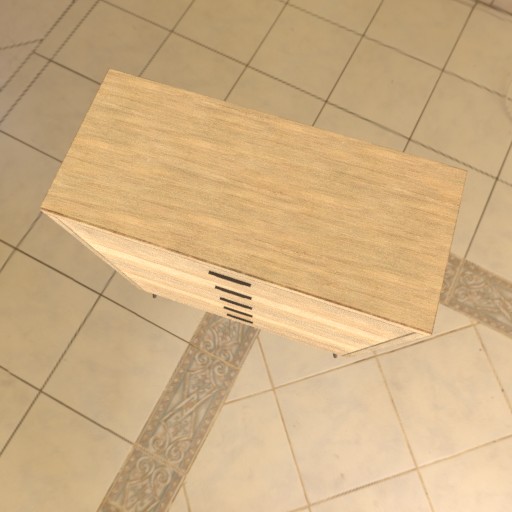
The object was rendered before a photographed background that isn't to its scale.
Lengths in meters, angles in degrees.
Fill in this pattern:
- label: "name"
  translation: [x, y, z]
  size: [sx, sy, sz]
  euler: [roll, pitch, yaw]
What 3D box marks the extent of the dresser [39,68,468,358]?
- label: "dresser"
  translation: [0.000, 0.000, 1.725]
  size: [1.016, 1.219, 0.457]
  euler: [18, 75, 5]
